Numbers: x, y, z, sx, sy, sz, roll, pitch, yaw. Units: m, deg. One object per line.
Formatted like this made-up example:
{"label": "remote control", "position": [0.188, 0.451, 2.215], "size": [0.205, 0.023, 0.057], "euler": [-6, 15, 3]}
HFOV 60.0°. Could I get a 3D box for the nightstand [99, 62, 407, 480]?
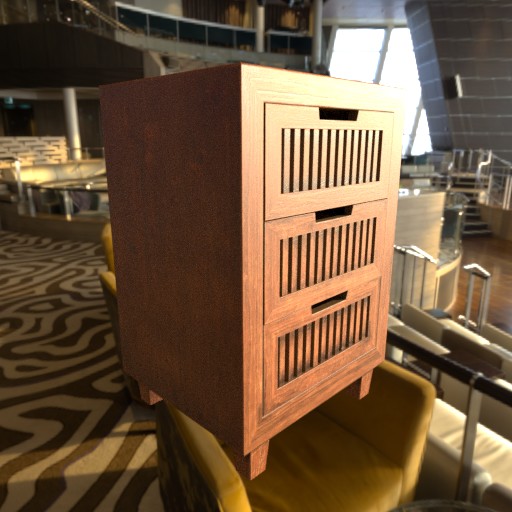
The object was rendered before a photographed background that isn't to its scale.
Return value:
{"label": "nightstand", "position": [0.000, 0.000, 0.972], "size": [0.410, 0.695, 0.465], "euler": [14, 21, 43]}
